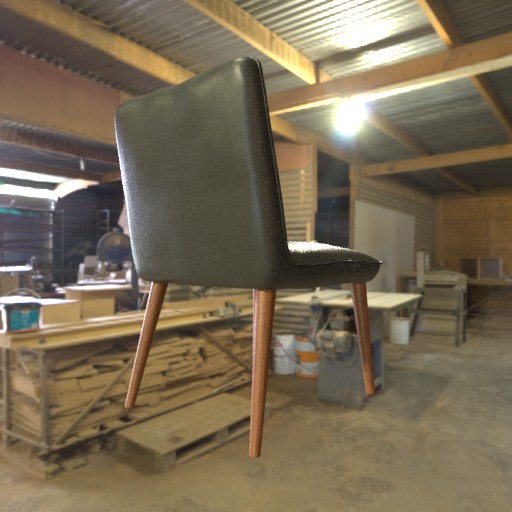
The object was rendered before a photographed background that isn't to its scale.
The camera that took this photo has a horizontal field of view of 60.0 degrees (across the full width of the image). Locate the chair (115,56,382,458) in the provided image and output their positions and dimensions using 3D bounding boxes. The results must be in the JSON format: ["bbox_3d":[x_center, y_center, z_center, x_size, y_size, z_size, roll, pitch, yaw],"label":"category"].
[{"bbox_3d":[0.000,0.000,1.230,0.543,0.801,0.645,0,0,36],"label":"chair"}]
